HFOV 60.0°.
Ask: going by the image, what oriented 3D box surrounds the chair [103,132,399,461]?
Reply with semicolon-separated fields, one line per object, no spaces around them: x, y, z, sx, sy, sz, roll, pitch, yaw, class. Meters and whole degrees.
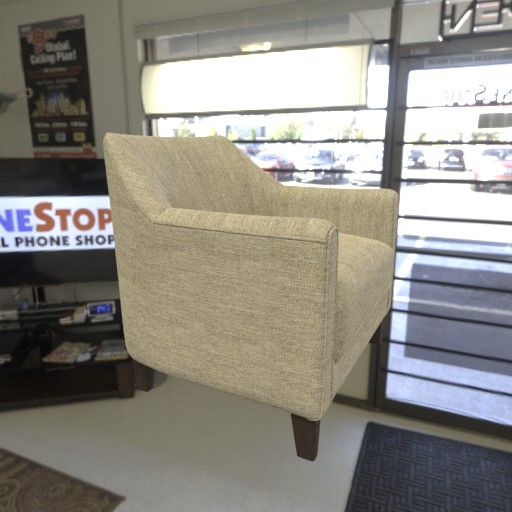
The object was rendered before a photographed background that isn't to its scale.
0.000;0.000;1.427;0.758;0.761;0.796;7;16;26;chair
